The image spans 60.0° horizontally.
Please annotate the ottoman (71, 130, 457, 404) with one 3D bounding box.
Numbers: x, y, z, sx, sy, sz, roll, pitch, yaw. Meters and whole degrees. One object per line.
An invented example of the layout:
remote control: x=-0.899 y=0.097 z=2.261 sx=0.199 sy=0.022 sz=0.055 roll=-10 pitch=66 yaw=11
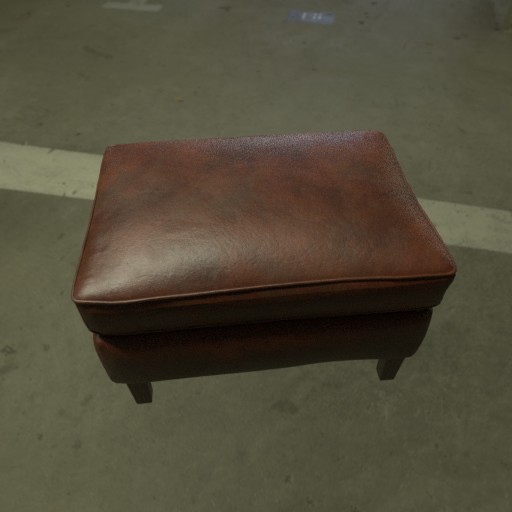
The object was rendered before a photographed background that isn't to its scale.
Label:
ottoman: x=0.000 y=0.000 z=0.997 sx=0.665 sy=0.432 sz=0.501 roll=-4 pitch=47 yaw=-4
